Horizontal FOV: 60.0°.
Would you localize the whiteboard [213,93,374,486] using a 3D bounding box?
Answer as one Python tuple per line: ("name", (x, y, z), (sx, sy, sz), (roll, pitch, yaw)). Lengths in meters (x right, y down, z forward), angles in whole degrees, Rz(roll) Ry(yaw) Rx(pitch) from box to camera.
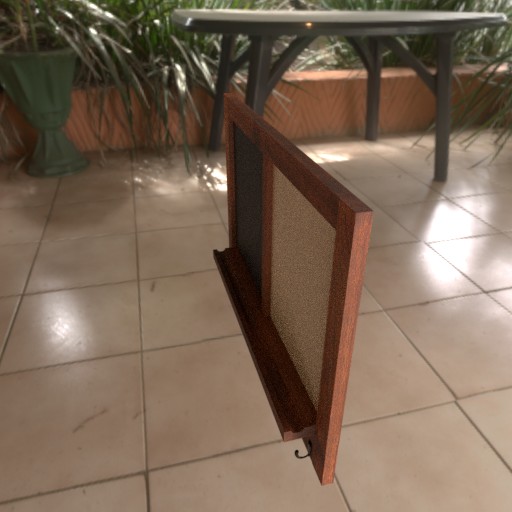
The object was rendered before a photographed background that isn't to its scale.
("whiteboard", (0.000, 0.000, 0.988), (0.083, 0.553, 0.768), (-8, 32, -13))
